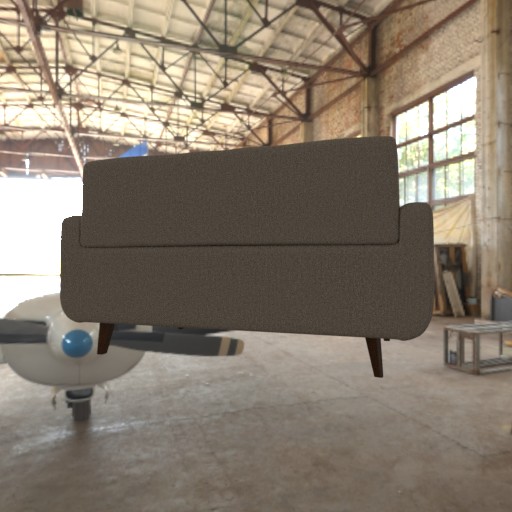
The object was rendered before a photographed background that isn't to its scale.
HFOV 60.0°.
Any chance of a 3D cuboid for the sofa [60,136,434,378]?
[{"bbox_3d":[0.000,0.000,2.276,1.651,0.925,0.952,0,0,19],"label":"sofa"}]
